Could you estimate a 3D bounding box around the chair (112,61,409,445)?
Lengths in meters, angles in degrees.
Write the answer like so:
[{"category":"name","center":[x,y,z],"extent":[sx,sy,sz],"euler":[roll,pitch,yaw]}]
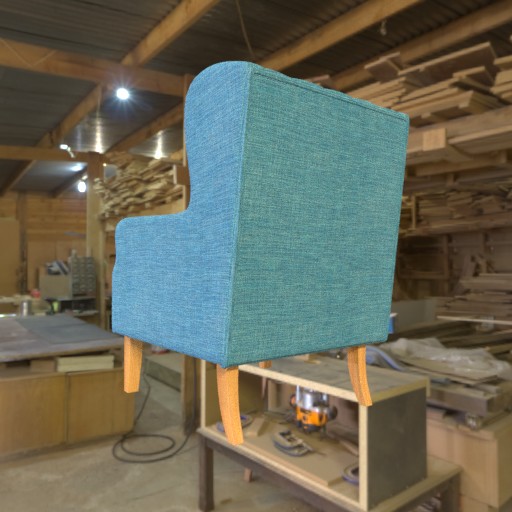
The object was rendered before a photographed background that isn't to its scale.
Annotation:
[{"category":"chair","center":[0.000,0.000,1.484],"extent":[0.711,0.952,0.775],"euler":[1,-1,-37]}]
